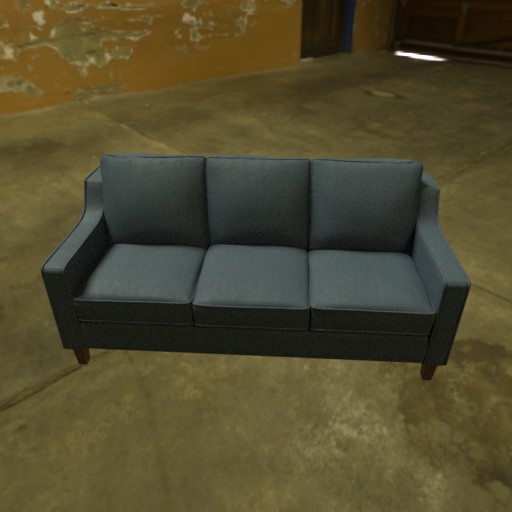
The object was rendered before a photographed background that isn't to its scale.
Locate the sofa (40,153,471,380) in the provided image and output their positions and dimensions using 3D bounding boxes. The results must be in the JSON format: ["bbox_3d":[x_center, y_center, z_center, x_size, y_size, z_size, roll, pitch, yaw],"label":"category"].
[{"bbox_3d":[0.000,0.000,2.476,1.986,0.974,0.911,2,32,3],"label":"sofa"}]
